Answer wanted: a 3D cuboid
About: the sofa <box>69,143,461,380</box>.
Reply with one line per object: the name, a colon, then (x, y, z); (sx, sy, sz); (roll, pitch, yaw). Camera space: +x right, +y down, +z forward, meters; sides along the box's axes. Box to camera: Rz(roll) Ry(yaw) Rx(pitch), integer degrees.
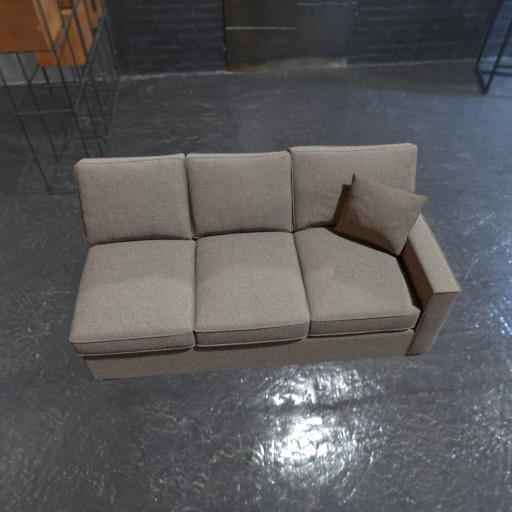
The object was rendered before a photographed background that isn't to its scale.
sofa: (0.000, 0.000, 2.575); (1.963, 0.946, 1.034); (-4, 46, -4)
